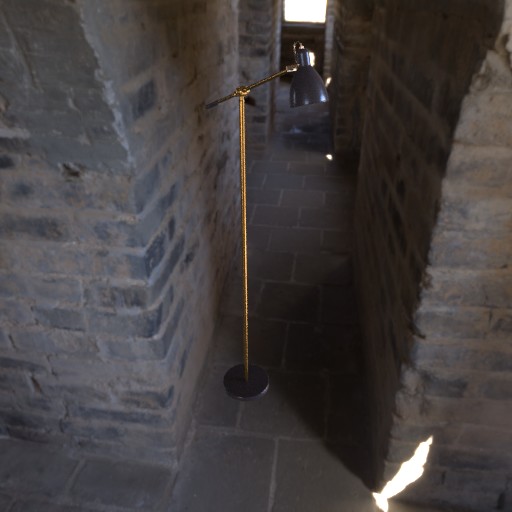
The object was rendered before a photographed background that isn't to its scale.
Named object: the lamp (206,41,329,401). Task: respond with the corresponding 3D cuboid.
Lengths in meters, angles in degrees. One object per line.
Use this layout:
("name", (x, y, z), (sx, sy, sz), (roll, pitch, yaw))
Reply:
("lamp", (0.000, 0.000, 1.826), (0.235, 1.628, 0.618), (-23, 38, -32))
